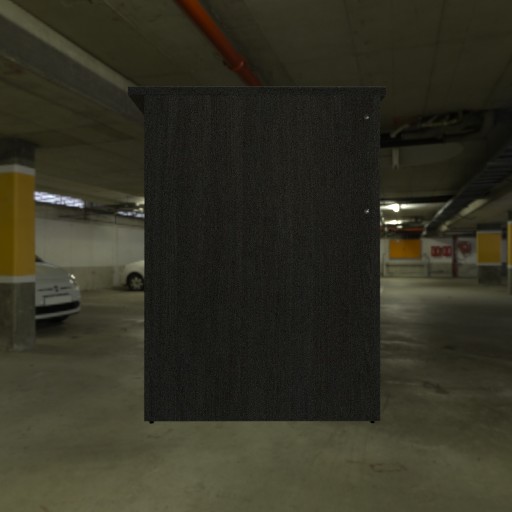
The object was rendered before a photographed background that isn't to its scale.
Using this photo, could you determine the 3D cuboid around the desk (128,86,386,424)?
[{"bbox_3d":[0.000,0.000,1.505,0.560,0.730,1.096,0,0,0],"label":"desk"}]
